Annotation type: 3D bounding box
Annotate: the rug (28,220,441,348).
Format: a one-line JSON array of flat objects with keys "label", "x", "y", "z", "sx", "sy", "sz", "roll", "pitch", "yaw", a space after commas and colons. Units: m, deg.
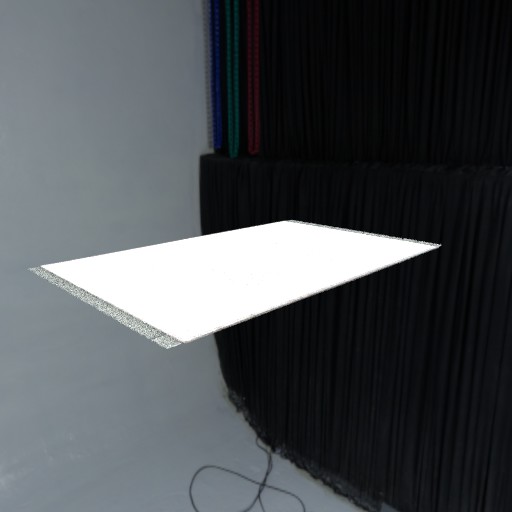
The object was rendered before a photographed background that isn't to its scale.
[{"label": "rug", "x": 0.000, "y": 0.000, "z": 3.021, "sx": 2.440, "sy": 0.010, "sz": 1.528, "roll": -14, "pitch": 20, "yaw": -43}]
